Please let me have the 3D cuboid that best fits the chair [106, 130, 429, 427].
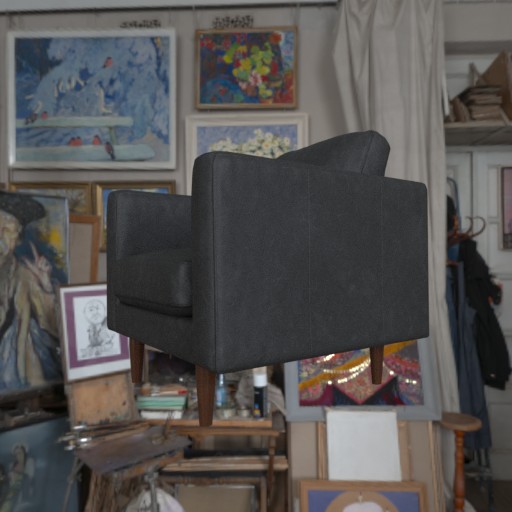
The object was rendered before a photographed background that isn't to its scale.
[{"bbox_3d":[0.000,0.000,1.576,0.879,0.898,0.831,0,-1,-35],"label":"chair"}]
